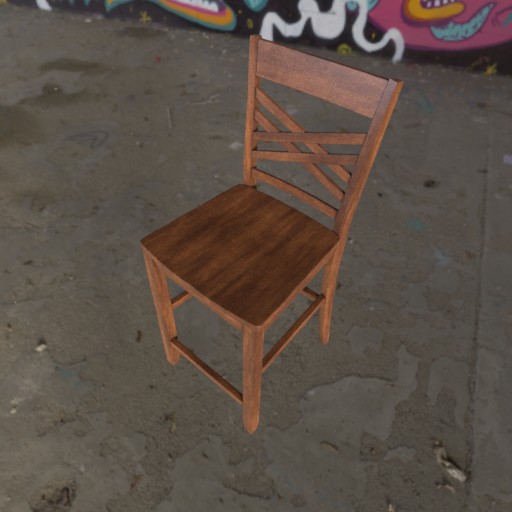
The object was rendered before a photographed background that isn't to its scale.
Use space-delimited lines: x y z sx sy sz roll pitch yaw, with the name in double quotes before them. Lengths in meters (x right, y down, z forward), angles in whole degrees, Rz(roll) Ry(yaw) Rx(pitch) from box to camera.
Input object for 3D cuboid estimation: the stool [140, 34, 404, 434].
"stool" 0.000 0.000 1.377 0.462 1.079 0.539 32 53 28
